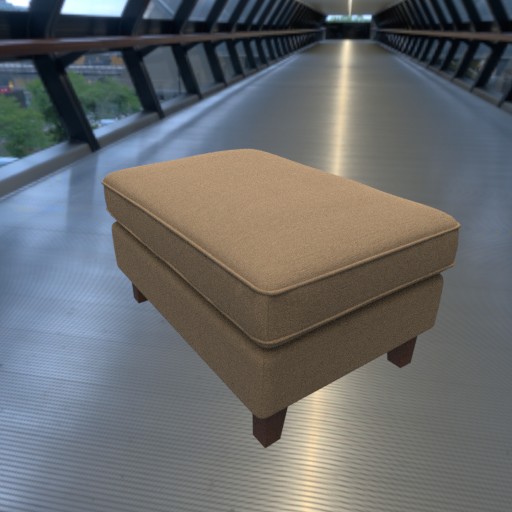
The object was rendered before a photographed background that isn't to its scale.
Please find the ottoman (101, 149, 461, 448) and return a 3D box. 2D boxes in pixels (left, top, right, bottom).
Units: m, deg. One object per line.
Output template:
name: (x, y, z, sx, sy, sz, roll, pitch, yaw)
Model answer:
ottoman: (0.000, 0.000, 1.364, 0.636, 0.521, 0.945, -17, 31, -31)
